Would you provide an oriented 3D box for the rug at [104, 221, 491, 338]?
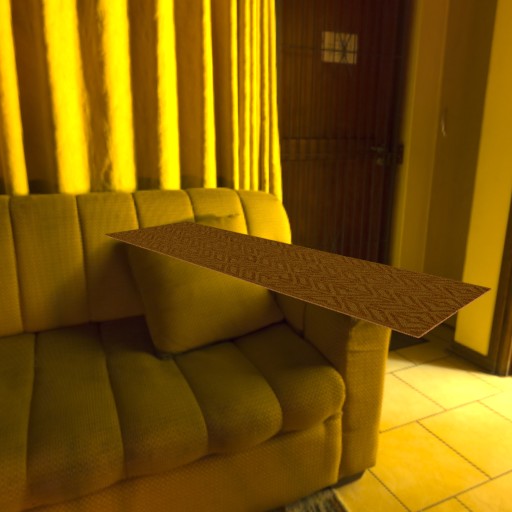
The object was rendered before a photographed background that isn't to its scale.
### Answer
[{"bbox_3d":[0.000,0.000,2.690,0.750,0.009,2.435,-14,21,-43],"label":"rug"}]
